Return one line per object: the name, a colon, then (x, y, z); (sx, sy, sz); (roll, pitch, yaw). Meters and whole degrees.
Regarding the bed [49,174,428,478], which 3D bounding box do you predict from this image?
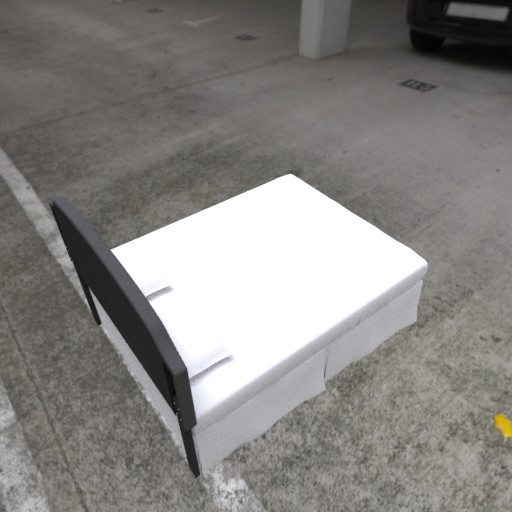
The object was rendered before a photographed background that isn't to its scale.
bed: (0.000, 0.000, 2.972); (1.999, 1.270, 1.558); (-27, 49, -27)
